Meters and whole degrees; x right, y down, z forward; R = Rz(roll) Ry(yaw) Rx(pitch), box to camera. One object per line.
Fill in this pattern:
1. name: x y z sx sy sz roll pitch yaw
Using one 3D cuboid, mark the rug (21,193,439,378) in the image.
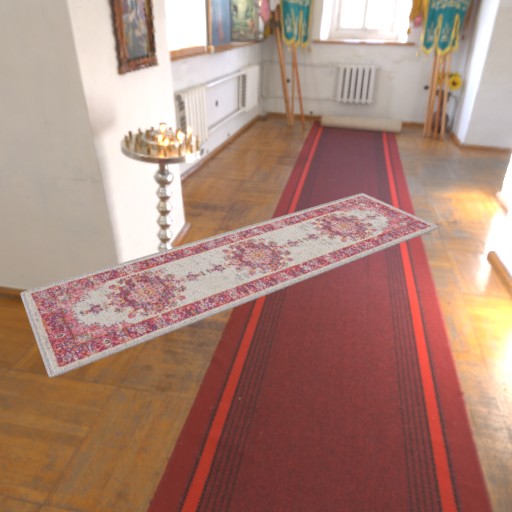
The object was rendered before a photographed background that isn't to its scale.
1. rug: 0.000 0.000 2.446 2.294 0.011 0.666 -18 35 -28
